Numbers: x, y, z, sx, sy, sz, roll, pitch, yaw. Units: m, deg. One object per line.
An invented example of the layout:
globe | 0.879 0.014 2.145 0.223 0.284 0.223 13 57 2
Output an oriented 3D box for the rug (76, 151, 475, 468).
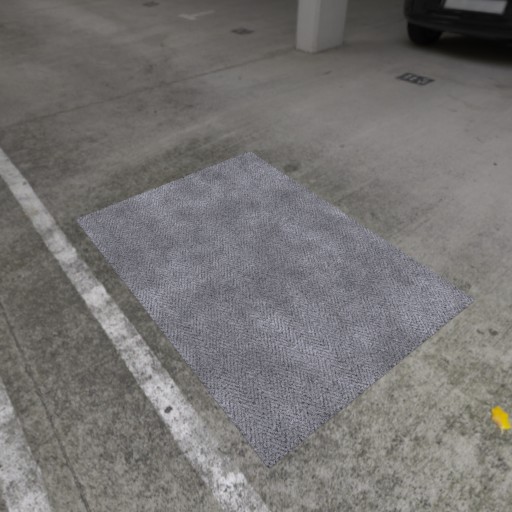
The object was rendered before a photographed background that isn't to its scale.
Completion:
rug | 0.000 0.000 2.947 1.600 0.008 2.235 -28 50 -27
